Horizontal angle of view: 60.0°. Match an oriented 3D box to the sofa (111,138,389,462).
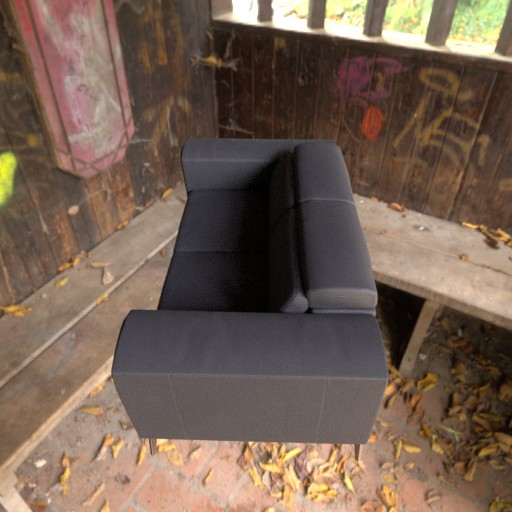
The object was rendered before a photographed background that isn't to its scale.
[{"bbox_3d":[0.000,0.000,2.403,1.003,0.779,1.895,1,40,1],"label":"sofa"}]
